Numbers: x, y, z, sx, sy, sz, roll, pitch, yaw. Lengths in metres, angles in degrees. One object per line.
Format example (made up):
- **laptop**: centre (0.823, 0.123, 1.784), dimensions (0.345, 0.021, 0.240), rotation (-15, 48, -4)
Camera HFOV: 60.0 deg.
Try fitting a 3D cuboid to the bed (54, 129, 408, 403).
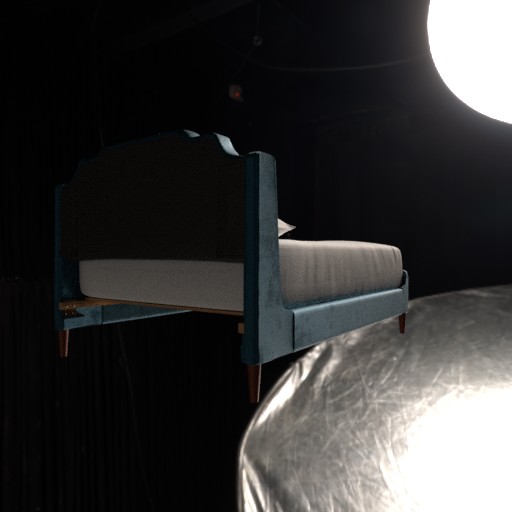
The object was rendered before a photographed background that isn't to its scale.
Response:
- **bed**: centre (0.000, 0.000, 3.415), dimensions (1.678, 1.338, 2.322), rotation (0, 0, 36)
